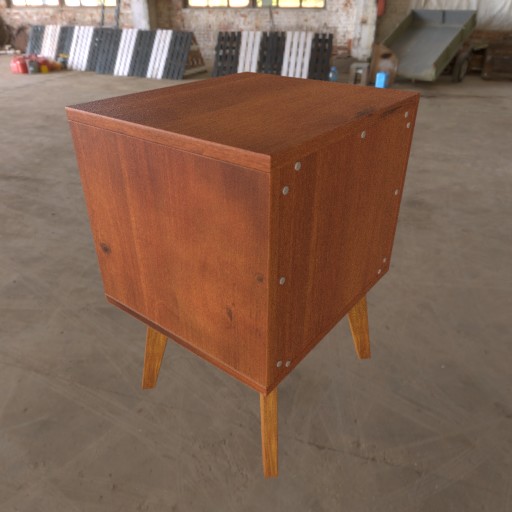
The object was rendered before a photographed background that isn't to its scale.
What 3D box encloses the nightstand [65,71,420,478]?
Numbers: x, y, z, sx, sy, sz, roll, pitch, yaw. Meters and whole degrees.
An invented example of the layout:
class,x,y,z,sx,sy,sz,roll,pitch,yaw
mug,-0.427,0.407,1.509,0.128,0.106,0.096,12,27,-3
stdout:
class,x,y,z,sx,sy,sz,roll,pitch,yaw
nightstand,0.000,0.000,0.909,0.411,0.618,0.460,22,37,32
